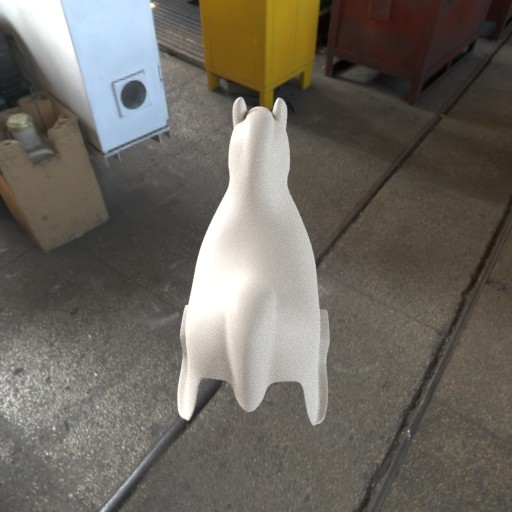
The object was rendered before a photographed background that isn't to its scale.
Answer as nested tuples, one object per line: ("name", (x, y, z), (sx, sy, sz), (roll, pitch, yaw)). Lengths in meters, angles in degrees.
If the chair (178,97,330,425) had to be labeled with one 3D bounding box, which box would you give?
("chair", (0.000, 0.000, 1.175), (0.429, 0.612, 0.800), (2, 47, 1))
